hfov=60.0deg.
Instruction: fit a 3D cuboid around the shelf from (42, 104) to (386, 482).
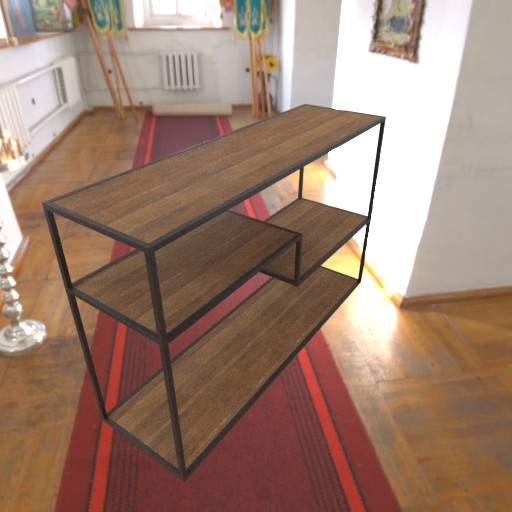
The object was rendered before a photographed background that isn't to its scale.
[{"bbox_3d":[0.000,0.000,1.550,0.361,0.765,1.201,21,37,30],"label":"shelf"}]
